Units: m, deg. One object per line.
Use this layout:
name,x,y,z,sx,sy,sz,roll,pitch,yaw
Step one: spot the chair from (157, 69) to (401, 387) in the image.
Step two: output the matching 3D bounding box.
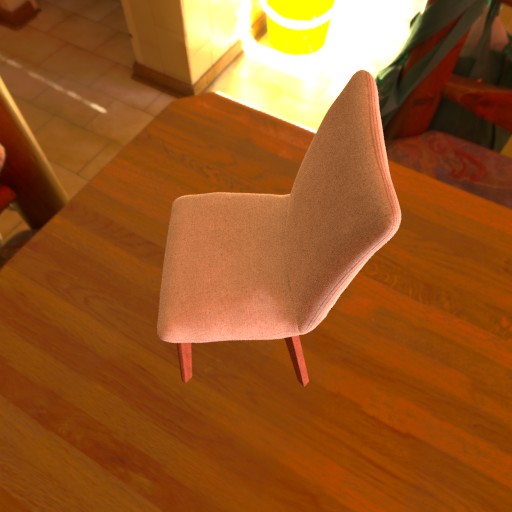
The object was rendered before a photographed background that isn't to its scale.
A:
chair,0.000,0.000,1.334,0.563,0.974,0.522,0,58,0
